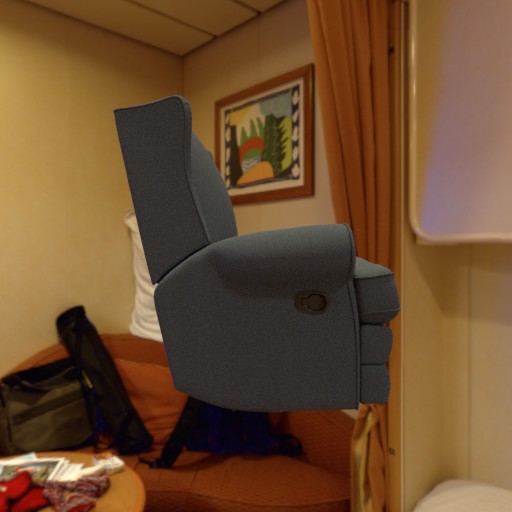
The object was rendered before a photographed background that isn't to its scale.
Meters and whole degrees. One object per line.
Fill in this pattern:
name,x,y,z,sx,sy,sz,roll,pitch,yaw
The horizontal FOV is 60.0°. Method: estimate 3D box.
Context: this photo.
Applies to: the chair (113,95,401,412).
chair,0.000,0.000,1.721,0.877,1.020,0.971,0,0,0
